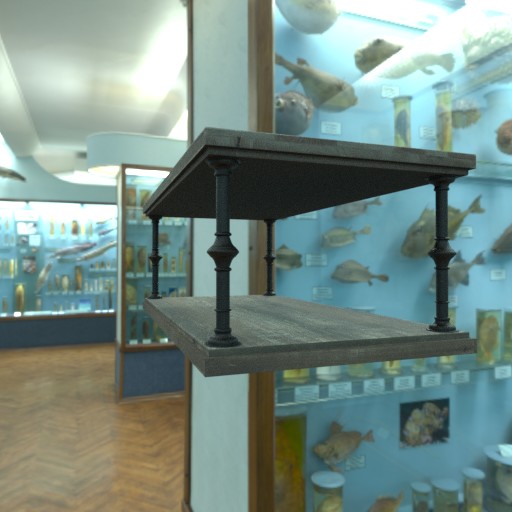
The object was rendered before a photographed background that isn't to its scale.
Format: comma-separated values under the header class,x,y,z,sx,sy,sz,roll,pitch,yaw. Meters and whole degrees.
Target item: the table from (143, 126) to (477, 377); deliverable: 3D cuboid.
class,x,y,z,sx,sy,sz,roll,pitch,yaw
table,0.000,0.000,1.309,0.554,0.399,1.088,0,-1,-19
